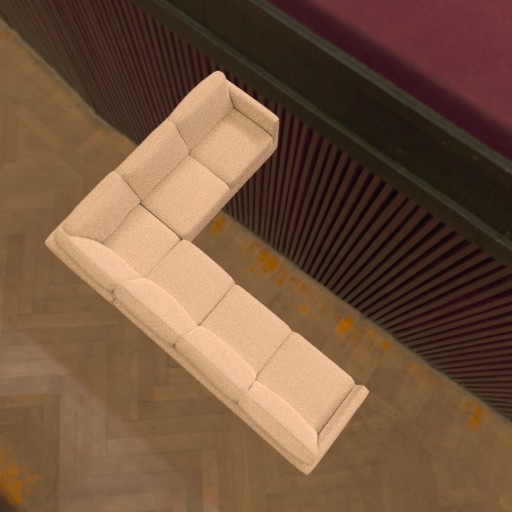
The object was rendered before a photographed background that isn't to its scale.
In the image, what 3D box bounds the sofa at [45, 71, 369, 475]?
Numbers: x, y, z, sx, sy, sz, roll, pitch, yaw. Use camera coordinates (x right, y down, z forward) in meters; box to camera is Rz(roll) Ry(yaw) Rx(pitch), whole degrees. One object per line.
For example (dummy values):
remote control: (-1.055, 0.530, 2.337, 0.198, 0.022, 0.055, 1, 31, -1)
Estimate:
sofa: (0.000, 0.000, 4.524, 3.302, 0.947, 2.593, 39, 78, 10)
